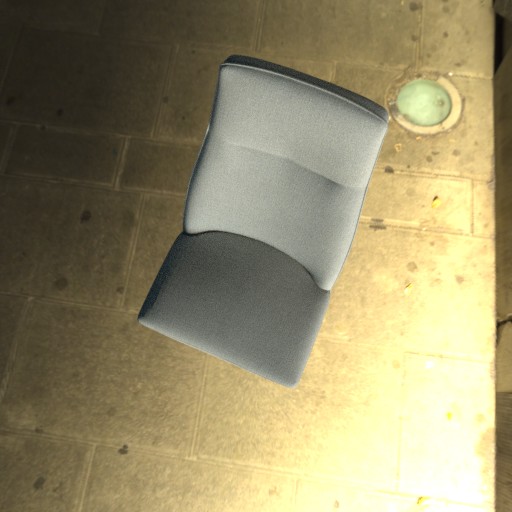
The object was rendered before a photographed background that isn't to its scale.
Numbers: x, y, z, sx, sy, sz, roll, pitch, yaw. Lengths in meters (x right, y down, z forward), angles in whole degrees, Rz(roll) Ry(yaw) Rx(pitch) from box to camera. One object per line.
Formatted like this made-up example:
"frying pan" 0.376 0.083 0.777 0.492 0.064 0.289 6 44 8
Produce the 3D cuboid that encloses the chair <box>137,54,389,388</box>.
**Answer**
"chair" 0.000 0.000 1.296 0.500 0.930 0.620 22 77 5
